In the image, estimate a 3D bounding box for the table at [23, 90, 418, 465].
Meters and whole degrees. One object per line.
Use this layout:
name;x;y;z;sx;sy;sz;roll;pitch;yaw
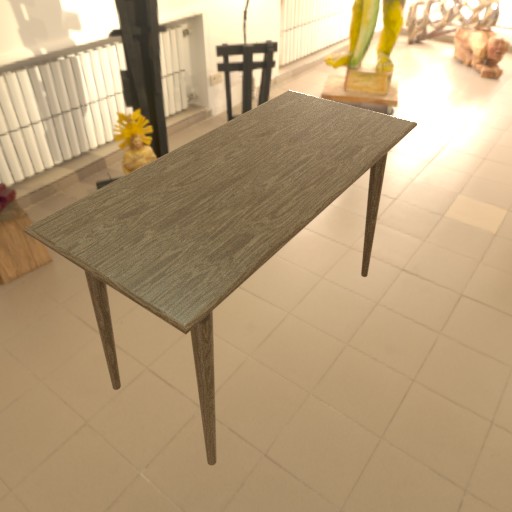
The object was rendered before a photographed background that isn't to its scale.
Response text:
table;0.000;0.000;1.703;0.599;0.780;1.300;25;46;27
